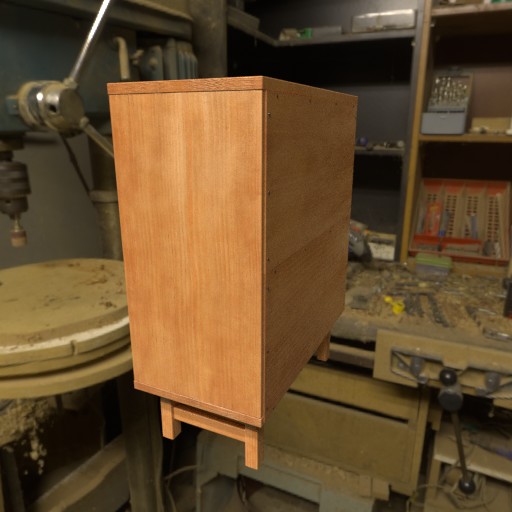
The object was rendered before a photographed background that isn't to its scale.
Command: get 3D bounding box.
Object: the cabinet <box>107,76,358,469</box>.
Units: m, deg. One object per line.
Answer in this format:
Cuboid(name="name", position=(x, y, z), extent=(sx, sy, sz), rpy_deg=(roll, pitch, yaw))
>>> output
Cuboid(name="cabinet", position=(0.000, 0.000, 1.436), extent=(0.419, 1.001, 0.800), rpy_deg=(8, 18, 24))
